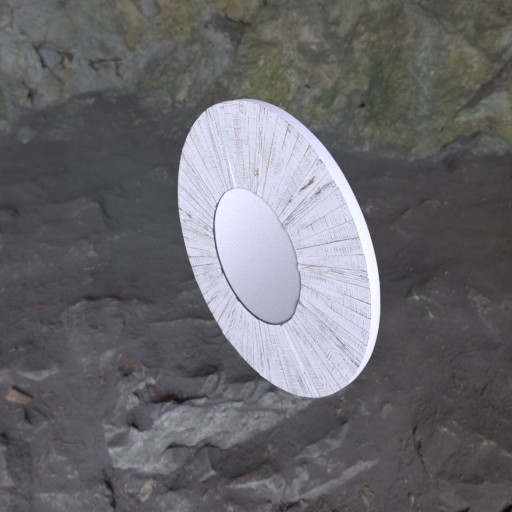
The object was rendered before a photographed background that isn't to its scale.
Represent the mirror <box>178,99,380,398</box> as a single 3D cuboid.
[{"bbox_3d":[0.000,0.000,1.363,0.038,0.914,0.914,-21,37,-32],"label":"mirror"}]
